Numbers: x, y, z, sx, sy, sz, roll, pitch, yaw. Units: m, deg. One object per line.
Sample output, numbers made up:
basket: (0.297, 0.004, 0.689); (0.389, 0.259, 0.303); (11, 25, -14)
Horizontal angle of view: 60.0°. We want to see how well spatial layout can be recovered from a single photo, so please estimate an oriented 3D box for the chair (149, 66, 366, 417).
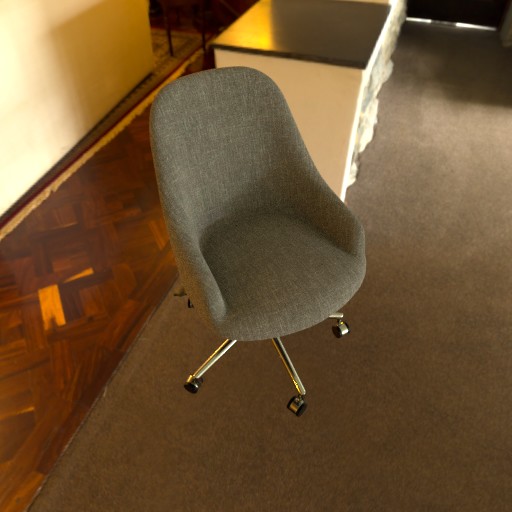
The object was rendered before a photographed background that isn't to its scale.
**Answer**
chair: (0.000, 0.000, 1.439); (0.671, 0.950, 0.712); (-23, 49, -21)
